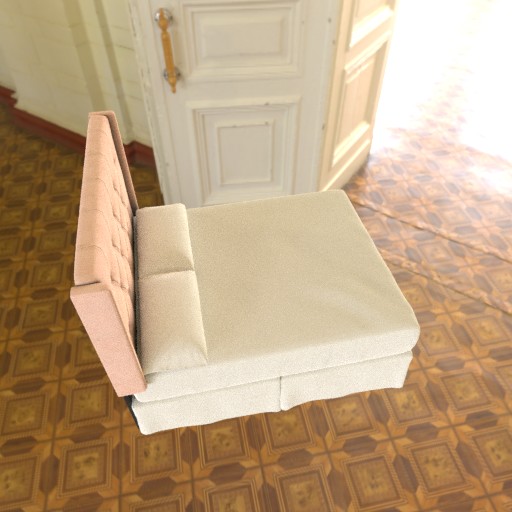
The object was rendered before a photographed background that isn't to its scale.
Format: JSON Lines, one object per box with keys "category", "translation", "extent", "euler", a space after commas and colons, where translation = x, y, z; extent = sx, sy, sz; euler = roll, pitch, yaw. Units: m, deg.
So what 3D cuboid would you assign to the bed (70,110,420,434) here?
{"category": "bed", "translation": [0.000, 0.000, 3.280], "extent": [2.066, 1.665, 1.719], "euler": [-9, 47, -8]}
